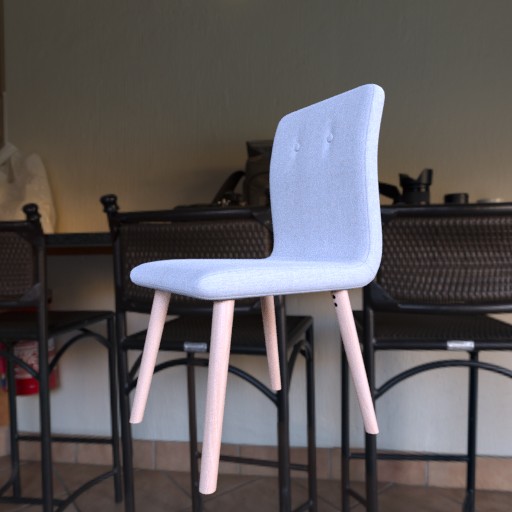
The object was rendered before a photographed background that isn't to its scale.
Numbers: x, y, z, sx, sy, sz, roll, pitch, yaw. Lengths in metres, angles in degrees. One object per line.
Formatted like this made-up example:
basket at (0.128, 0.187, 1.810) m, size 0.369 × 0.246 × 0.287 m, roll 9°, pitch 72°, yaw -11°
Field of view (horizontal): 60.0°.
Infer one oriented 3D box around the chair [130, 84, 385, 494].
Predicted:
chair at (0.000, 0.000, 1.152) m, size 0.550 × 0.885 × 0.435 m, roll -1°, pitch 2°, yaw -35°
